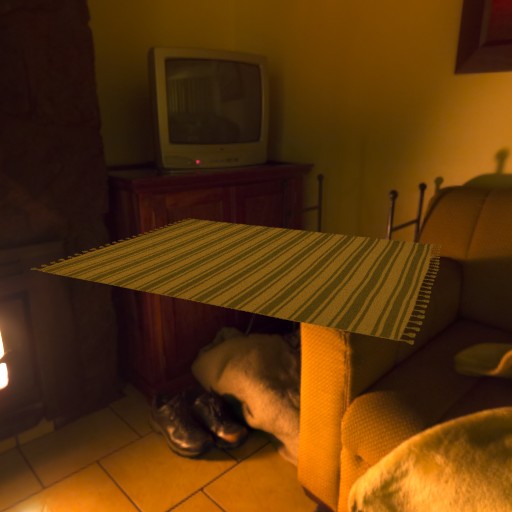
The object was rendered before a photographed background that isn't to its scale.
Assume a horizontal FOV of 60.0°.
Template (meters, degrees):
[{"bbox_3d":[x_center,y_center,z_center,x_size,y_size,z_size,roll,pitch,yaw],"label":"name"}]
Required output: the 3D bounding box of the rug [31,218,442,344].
[{"bbox_3d":[0.000,0.000,4.228,3.201,0.005,2.439,8,18,25],"label":"rug"}]
